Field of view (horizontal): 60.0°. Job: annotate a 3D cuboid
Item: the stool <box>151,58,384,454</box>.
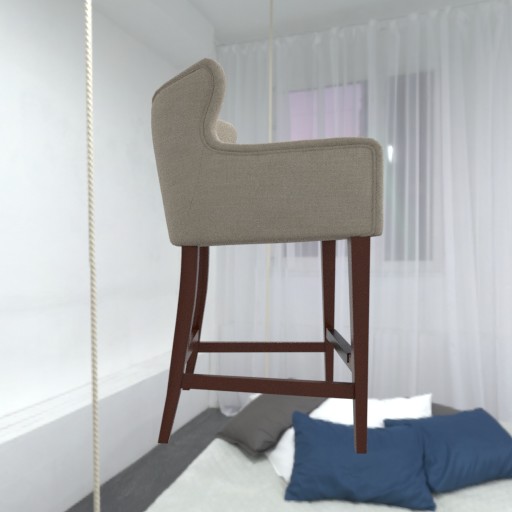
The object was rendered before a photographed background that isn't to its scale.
[{"bbox_3d":[0.000,0.000,1.382,0.637,0.987,0.615,0,1,0],"label":"stool"}]
